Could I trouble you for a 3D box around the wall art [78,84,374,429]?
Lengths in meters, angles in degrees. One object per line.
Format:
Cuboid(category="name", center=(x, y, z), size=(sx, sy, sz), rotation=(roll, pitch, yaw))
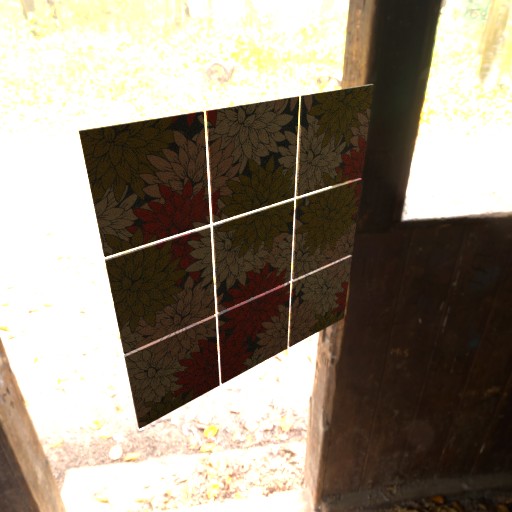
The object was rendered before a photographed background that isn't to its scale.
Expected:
Cuboid(category="wall art", center=(0.000, 0.000, 1.826), size=(1.206, 1.218, 0.013), rotation=(-21, 36, -31))
